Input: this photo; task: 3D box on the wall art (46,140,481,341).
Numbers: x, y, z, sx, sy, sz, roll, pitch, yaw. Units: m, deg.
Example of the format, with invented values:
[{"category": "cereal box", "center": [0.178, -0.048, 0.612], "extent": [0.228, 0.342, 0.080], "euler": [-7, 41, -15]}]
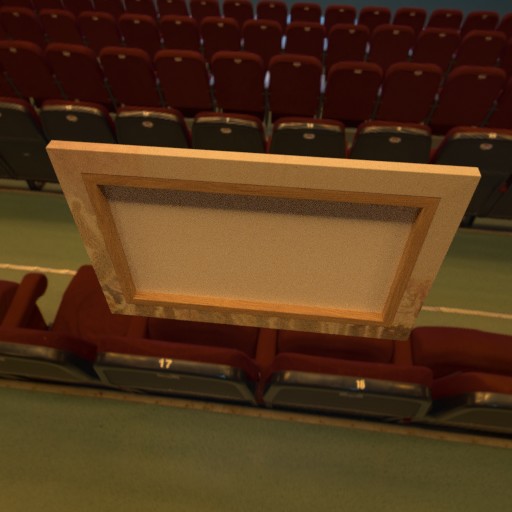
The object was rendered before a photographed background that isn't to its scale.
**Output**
[{"category": "wall art", "center": [0.000, 0.000, 1.443], "extent": [1.142, 0.758, 0.041], "euler": [5, 47, 4]}]
